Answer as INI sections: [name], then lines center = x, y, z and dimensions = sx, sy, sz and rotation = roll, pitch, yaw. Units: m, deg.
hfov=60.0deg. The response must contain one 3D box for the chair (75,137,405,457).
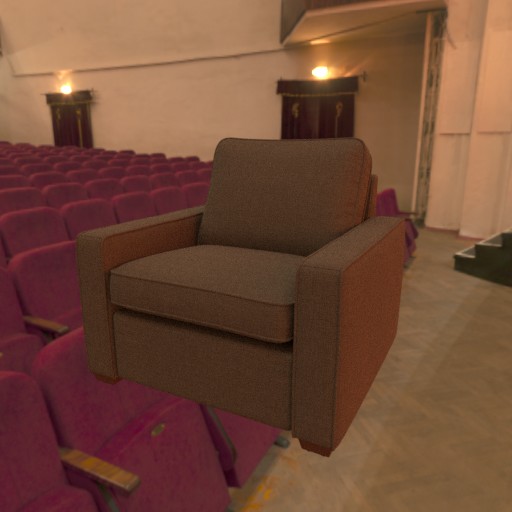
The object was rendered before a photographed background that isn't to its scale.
[chair]
center = 0.000, 0.000, 1.766
dimensions = 1.017, 0.919, 0.940
rotation = 8, 16, 27
